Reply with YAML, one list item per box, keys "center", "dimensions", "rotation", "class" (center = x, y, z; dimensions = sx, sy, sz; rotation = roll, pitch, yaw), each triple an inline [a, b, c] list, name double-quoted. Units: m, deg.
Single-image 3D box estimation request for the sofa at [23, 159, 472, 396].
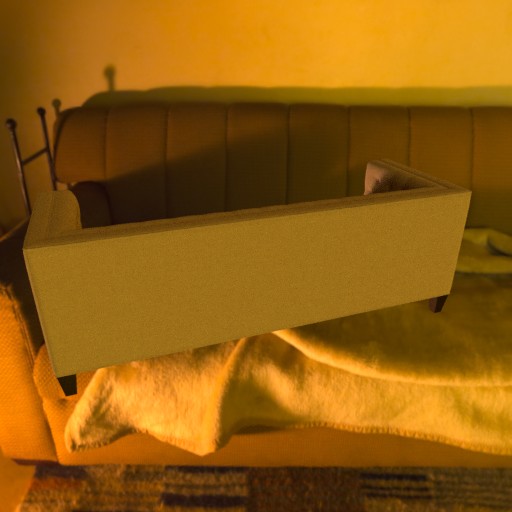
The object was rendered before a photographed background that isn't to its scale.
- center: [0.000, 0.000, 2.490]
  dimensions: [2.159, 0.762, 0.775]
  rotation: [-9, 27, -18]
  class: "sofa"
